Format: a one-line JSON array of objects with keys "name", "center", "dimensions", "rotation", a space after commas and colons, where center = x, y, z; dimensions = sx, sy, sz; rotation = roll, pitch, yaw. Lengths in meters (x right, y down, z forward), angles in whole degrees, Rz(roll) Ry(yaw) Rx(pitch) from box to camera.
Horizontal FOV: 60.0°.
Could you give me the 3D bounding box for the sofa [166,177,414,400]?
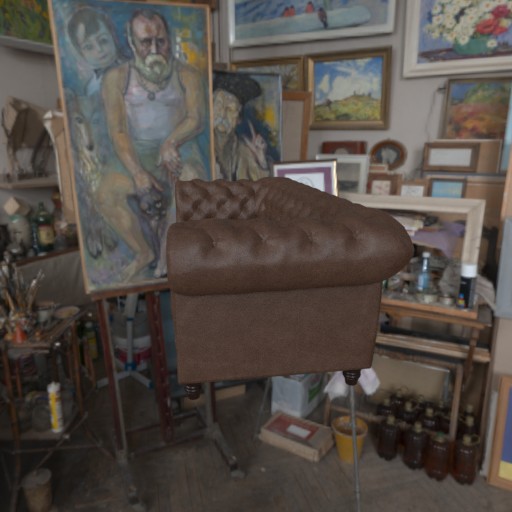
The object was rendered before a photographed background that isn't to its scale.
[{"name": "sofa", "center": [0.000, 0.000, 2.571], "dimensions": [0.955, 0.784, 2.048], "rotation": [-2, 15, -9]}]
